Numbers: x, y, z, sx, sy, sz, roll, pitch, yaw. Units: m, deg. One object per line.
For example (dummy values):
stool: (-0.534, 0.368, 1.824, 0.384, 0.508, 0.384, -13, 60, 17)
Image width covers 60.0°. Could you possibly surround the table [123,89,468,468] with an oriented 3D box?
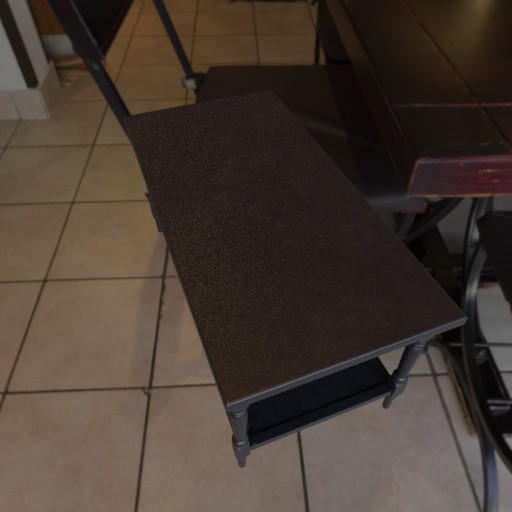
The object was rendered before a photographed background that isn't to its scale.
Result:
table: (0.000, 0.000, 1.421, 0.550, 0.510, 1.107, -16, 49, -14)
